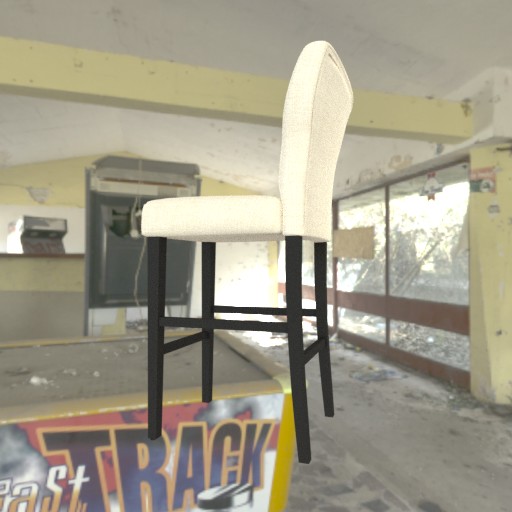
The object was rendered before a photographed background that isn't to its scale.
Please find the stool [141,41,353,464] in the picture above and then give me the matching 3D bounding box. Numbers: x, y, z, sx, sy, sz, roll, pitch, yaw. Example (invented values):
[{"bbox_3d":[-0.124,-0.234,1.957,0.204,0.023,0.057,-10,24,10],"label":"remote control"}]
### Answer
[{"bbox_3d":[0.000,0.000,1.457,0.603,1.124,0.516,0,-1,19],"label":"stool"}]
